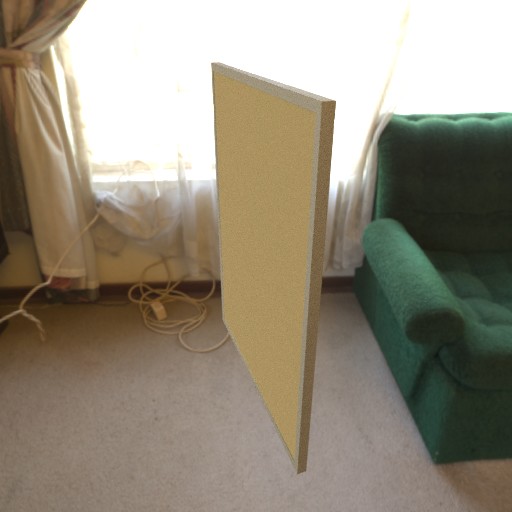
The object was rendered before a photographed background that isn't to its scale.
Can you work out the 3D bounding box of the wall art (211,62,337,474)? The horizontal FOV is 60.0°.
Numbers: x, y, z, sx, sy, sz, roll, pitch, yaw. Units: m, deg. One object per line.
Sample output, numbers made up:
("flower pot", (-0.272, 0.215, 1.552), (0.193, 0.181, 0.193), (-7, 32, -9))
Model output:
("wall art", (0.000, 0.000, 1.375), (0.034, 1.042, 0.789), (-10, 30, -17))
